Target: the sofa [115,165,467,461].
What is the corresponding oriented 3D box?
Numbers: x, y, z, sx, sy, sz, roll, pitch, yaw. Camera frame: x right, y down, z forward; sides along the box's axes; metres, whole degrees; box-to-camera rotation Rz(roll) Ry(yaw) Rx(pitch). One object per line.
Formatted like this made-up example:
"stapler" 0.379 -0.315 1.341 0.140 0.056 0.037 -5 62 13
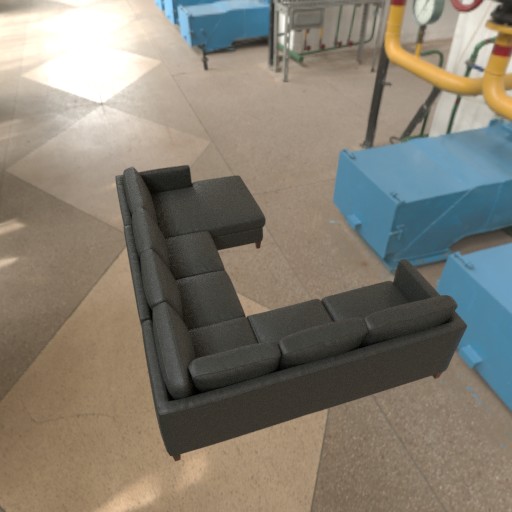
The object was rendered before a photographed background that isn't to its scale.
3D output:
"sofa" 0.000 0.000 4.747 2.593 0.923 3.460 -12 42 -14
